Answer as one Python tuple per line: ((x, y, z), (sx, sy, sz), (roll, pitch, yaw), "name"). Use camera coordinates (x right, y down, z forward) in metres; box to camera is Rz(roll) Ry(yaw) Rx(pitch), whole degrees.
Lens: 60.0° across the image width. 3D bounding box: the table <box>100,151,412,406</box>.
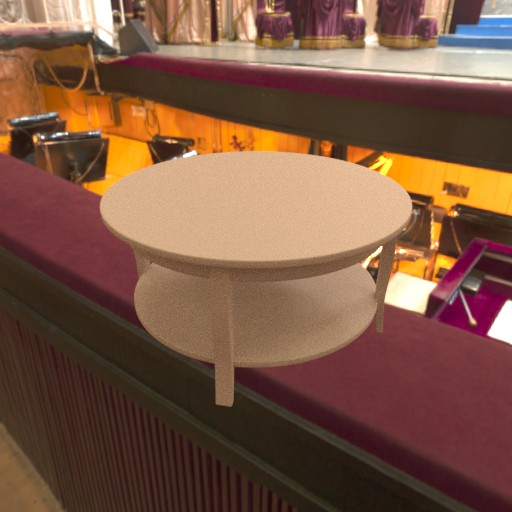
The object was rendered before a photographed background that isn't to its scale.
((0.000, 0.000, 1.457), (0.910, 0.457, 0.910), (0, 28, 0), "table")
